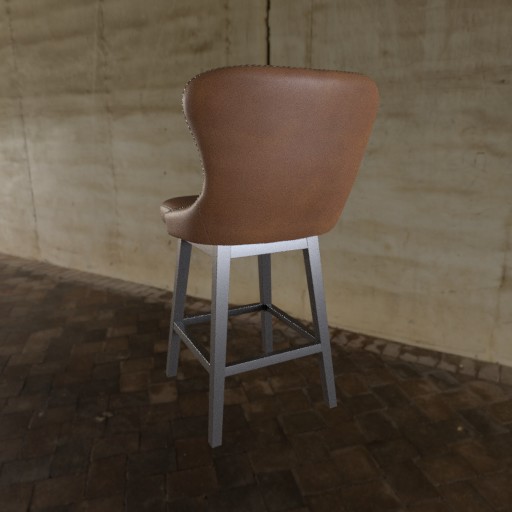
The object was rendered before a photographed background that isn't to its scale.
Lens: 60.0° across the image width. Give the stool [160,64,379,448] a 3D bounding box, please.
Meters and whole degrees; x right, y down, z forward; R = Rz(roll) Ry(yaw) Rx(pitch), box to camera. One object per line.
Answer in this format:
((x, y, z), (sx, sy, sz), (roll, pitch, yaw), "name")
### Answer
((0.000, 0.000, 1.315), (0.528, 0.971, 0.593), (-8, 17, -26), "stool")
